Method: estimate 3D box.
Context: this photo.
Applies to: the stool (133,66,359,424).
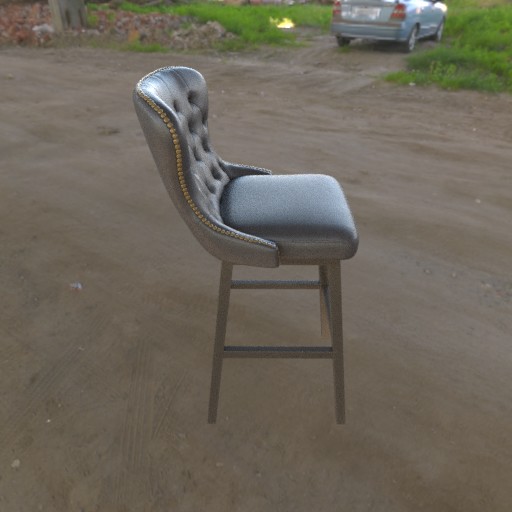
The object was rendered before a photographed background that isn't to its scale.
[{"bbox_3d":[0.000,0.000,1.385,0.601,1.050,0.528,0,32,0],"label":"stool"}]
